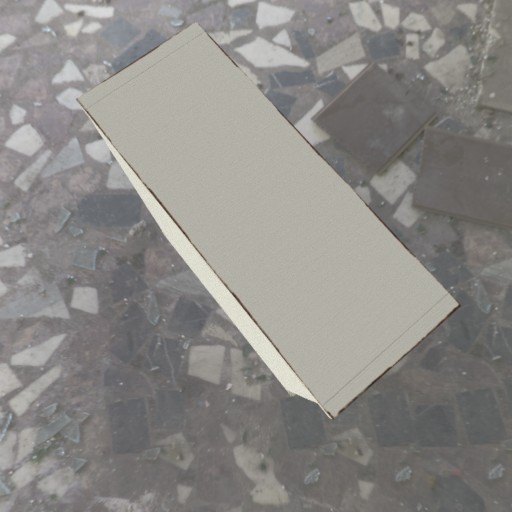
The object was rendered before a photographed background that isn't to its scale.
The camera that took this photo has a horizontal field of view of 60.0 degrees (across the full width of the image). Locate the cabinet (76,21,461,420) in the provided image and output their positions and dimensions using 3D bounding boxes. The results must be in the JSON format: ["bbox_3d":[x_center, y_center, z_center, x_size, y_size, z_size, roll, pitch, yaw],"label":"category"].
[{"bbox_3d":[0.000,0.000,0.870,0.210,0.603,0.541,-38,78,-9],"label":"cabinet"}]
